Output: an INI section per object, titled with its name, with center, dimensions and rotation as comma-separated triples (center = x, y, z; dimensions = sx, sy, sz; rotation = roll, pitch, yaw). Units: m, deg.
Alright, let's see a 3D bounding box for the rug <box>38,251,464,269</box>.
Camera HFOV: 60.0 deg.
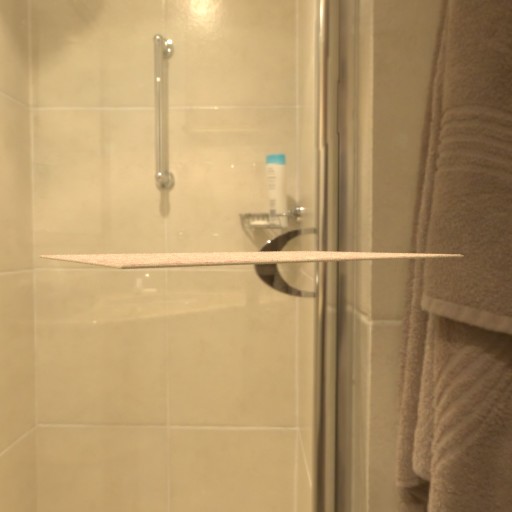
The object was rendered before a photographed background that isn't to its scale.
[rug]
center = 0.000, 0.000, 3.422
dimensions = 2.746, 0.018, 1.819
rotation = -1, 2, -36
